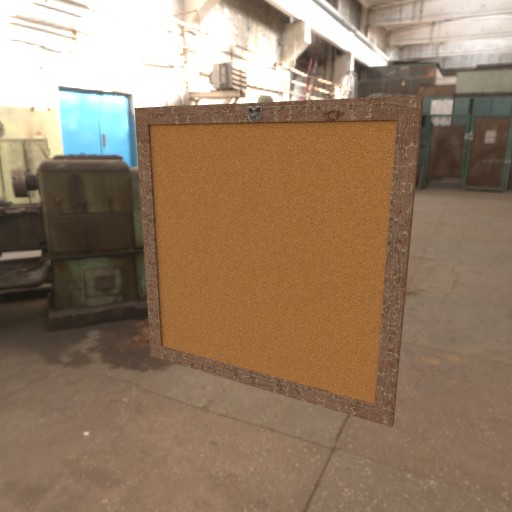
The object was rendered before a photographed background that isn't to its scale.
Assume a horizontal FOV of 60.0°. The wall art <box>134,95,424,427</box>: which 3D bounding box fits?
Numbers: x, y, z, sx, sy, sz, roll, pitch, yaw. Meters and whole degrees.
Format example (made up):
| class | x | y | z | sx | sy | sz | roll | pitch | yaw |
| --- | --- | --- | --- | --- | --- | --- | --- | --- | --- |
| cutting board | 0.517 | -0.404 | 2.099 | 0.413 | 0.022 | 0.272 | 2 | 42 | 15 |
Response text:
| class | x | y | z | sx | sy | sz | roll | pitch | yaw |
| --- | --- | --- | --- | --- | --- | --- | --- | --- | --- |
| wall art | 0.000 | 0.000 | 0.586 | 0.384 | 0.384 | 0.012 | 8 | 17 | 27 |
